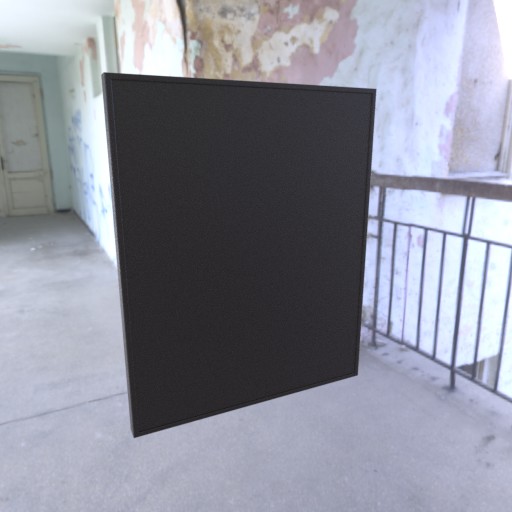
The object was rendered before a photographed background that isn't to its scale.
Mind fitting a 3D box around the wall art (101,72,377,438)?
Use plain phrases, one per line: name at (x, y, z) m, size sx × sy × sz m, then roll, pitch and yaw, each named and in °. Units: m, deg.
wall art at (0.000, 0.000, 0.751) m, size 0.451 × 0.551 × 0.028 m, roll -7°, pitch 16°, yaw -25°
